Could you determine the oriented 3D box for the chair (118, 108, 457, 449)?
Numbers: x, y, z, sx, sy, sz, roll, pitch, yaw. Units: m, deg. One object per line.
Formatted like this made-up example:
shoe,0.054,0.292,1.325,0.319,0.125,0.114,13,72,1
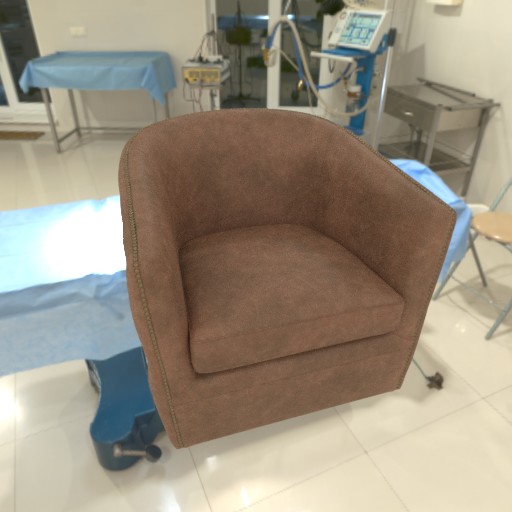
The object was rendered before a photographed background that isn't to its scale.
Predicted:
chair,0.000,0.000,1.534,0.850,0.790,0.870,-10,34,-15
